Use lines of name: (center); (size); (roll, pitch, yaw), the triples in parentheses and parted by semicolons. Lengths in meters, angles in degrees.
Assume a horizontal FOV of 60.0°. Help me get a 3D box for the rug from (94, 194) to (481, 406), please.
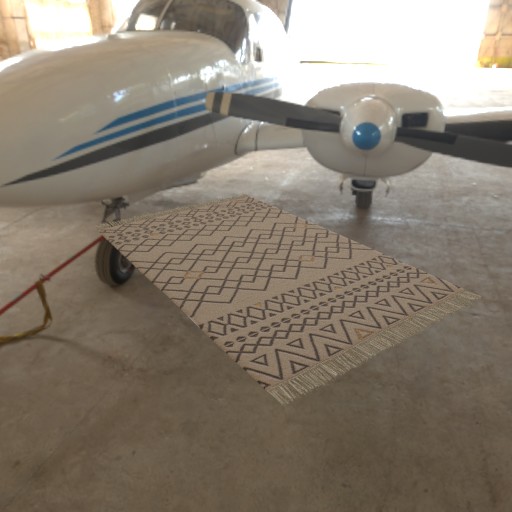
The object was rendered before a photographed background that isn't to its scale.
rug: (0.000, 0.000, 2.531); (1.224, 0.028, 2.023); (-17, 30, -32)
